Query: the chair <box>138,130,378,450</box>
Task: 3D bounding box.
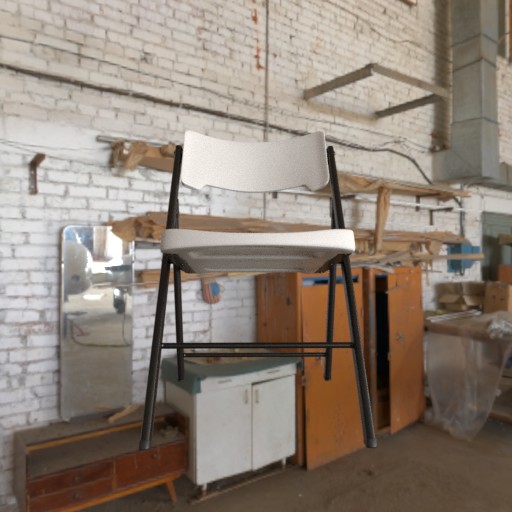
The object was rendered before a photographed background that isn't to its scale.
[{"bbox_3d":[0.000,0.000,1.140,0.482,0.765,0.577,0,0,-1],"label":"chair"}]
